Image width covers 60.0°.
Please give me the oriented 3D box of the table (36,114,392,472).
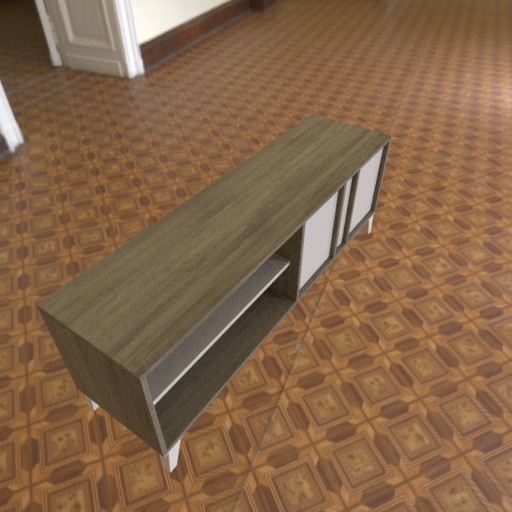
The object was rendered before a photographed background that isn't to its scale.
[{"bbox_3d":[0.000,0.000,1.749,0.400,0.530,1.500,25,47,26],"label":"table"}]
